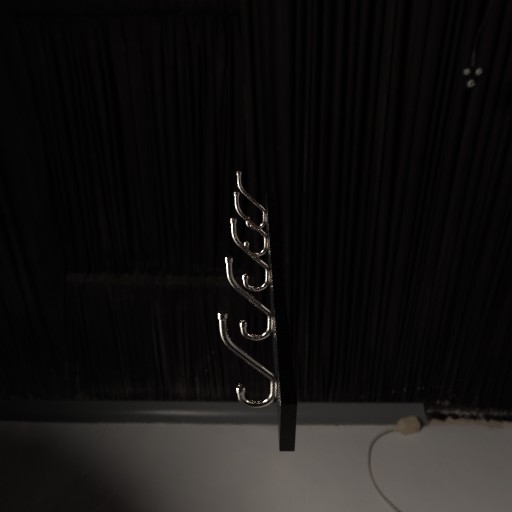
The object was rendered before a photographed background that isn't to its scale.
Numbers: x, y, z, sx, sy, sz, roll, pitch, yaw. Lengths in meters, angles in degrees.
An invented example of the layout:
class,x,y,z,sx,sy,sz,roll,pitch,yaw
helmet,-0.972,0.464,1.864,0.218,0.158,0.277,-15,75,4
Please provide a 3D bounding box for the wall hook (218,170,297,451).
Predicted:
class,x,y,z,sx,sy,sz,roll,pitch,yaw
wall hook,0.000,0.000,0.637,0.071,0.117,0.571,0,27,0
